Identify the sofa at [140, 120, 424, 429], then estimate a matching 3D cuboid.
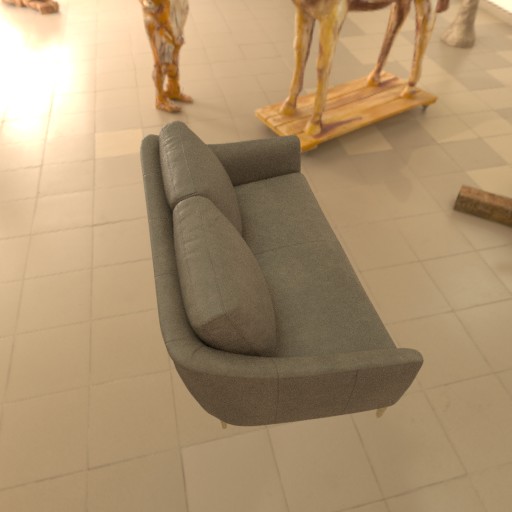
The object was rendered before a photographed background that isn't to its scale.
[{"bbox_3d":[0.000,0.000,2.227,0.960,0.902,1.619,-10,47,-9],"label":"sofa"}]
